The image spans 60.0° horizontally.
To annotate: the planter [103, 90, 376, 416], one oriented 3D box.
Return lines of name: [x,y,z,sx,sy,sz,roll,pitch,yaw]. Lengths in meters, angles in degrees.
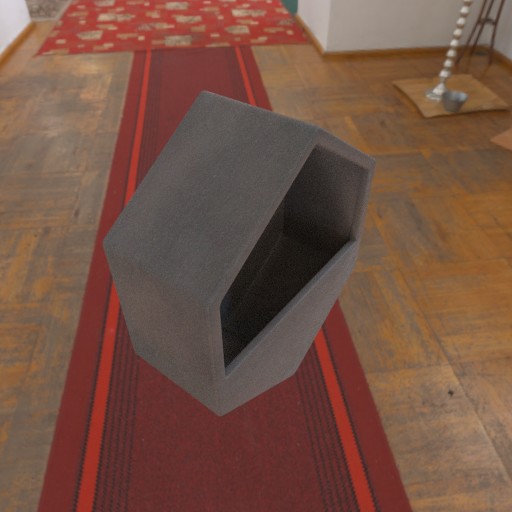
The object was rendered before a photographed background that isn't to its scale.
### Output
planter: [0.000,0.000,0.299,0.077,0.206,0.169,27,48,27]
